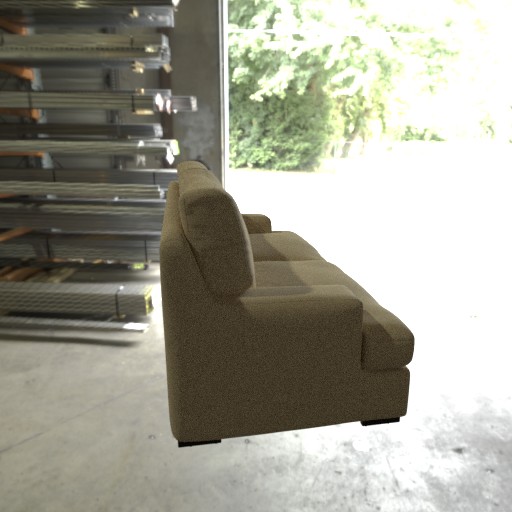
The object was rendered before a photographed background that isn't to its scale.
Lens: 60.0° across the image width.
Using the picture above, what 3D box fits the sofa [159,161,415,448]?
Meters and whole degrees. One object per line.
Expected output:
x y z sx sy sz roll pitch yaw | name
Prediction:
0.000 0.000 2.460 0.962 0.967 1.885 -3 16 -10 | sofa
